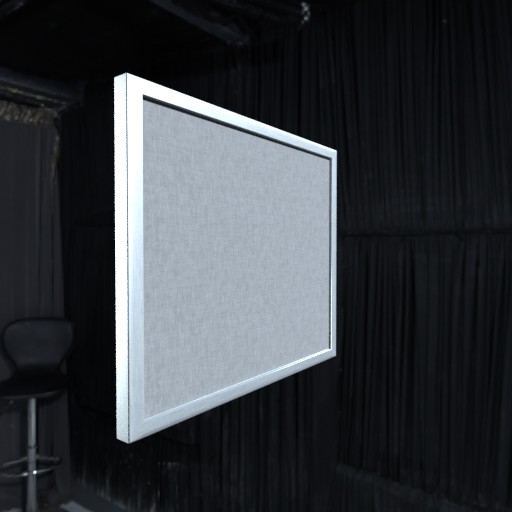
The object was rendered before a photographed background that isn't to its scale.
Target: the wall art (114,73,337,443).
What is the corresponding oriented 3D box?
[{"bbox_3d":[0.000,0.000,0.774,0.028,0.457,0.556,1,2,37],"label":"wall art"}]
